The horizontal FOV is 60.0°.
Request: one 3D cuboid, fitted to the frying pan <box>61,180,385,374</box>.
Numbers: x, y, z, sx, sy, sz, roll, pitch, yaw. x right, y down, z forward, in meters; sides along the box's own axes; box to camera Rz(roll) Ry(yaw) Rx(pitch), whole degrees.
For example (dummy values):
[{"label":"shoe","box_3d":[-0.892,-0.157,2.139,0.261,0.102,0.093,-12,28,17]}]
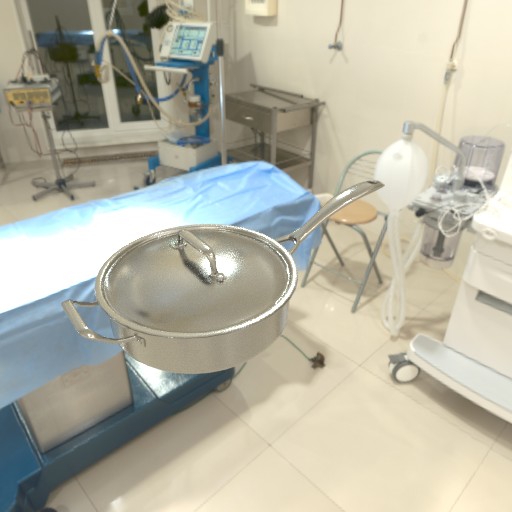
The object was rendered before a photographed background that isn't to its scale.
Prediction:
[{"label":"frying pan","box_3d":[0.000,0.000,0.599,0.492,0.111,0.245,-22,38,-31]}]
